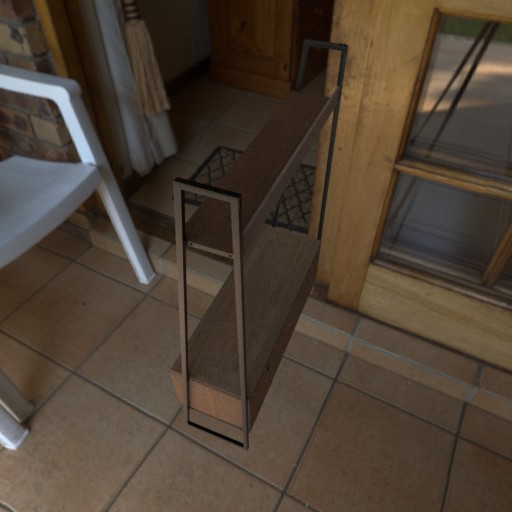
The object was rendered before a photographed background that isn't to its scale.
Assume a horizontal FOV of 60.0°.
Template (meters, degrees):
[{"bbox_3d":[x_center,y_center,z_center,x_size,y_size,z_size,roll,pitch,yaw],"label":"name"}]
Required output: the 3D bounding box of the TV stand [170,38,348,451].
[{"bbox_3d":[0.000,0.000,2.320,0.432,1.772,1.250,16,47,16],"label":"TV stand"}]
